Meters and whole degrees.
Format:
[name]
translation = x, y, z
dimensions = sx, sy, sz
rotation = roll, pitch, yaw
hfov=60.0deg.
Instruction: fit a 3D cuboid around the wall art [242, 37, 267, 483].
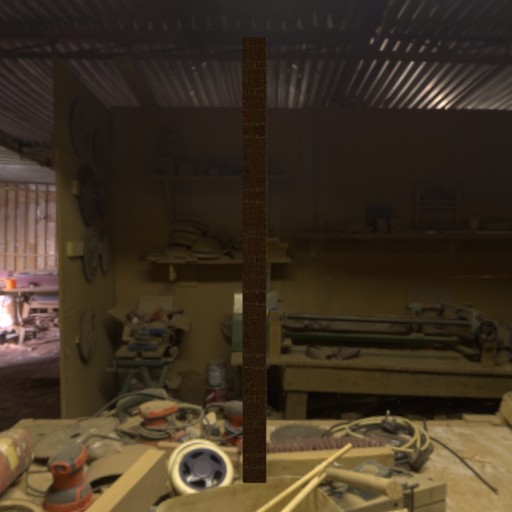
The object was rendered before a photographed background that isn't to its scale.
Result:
[wall art]
translation = 0.000, 0.000, 0.792
dimensions = 0.029, 0.531, 0.531
rotation = 0, 2, 0
